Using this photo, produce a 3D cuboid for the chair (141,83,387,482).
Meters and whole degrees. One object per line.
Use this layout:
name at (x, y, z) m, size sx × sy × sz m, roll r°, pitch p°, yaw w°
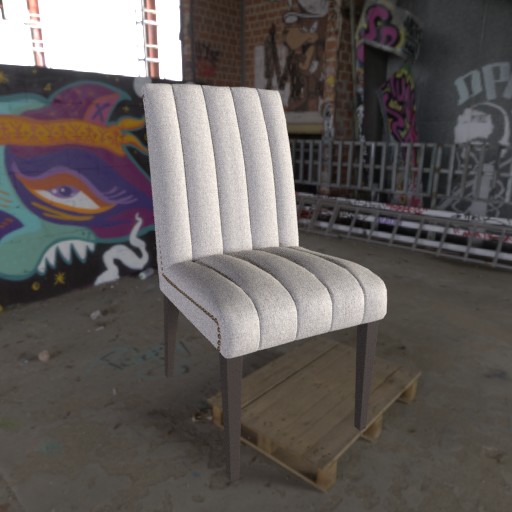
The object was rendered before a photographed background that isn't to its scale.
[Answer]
chair at (0.000, 0.000, 1.349) m, size 0.511 × 1.016 × 0.647 m, roll -8°, pitch 18°, yaw -27°
